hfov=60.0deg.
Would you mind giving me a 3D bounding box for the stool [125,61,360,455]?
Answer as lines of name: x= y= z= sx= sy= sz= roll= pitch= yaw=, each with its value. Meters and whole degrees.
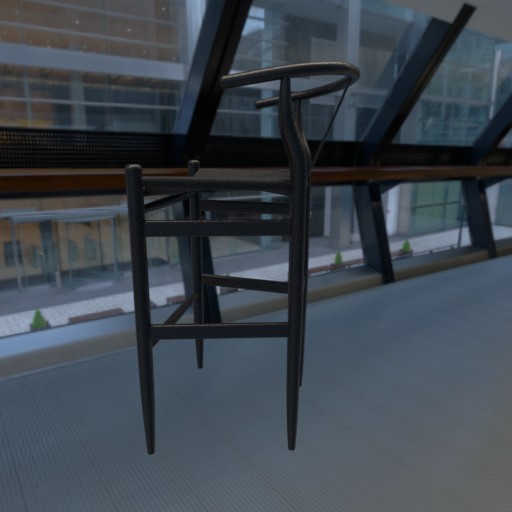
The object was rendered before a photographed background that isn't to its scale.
stool: x=0.000 y=0.000 z=1.381 sx=0.579 sy=1.072 sz=0.569 roll=2 pitch=13 yaw=8
